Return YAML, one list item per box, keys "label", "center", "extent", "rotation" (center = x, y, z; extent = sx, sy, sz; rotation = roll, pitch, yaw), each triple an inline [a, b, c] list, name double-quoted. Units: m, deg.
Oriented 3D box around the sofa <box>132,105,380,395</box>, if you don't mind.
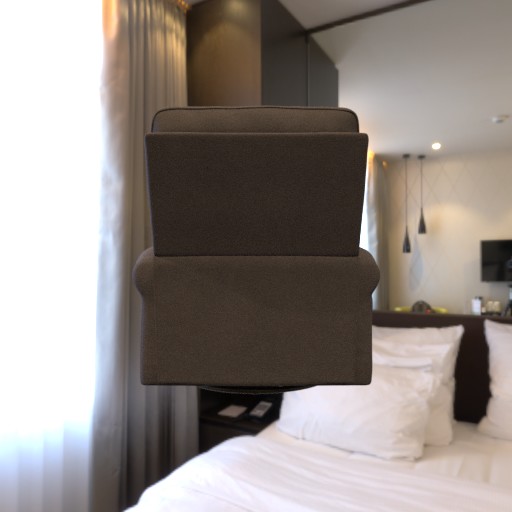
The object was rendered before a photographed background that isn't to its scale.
- label: "sofa"
  center: [0.000, 0.000, 2.049]
  extent: [0.880, 0.959, 1.478]
  rotation: [0, -1, 0]
